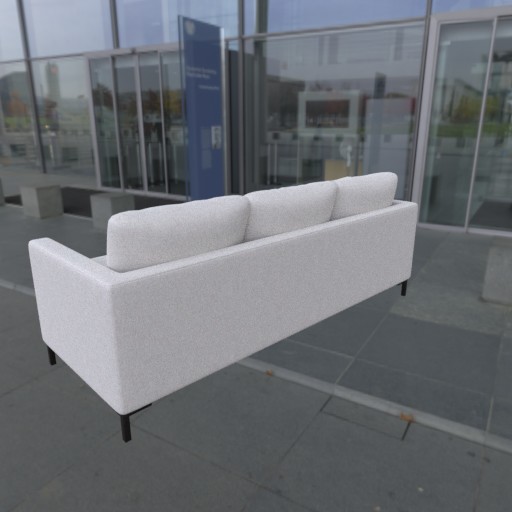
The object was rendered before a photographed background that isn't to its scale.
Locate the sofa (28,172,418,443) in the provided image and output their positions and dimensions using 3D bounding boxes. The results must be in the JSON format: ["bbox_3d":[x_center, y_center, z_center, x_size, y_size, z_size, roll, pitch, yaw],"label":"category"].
[{"bbox_3d":[0.000,0.000,2.598,2.218,0.874,0.859,-16,23,-41],"label":"sofa"}]
